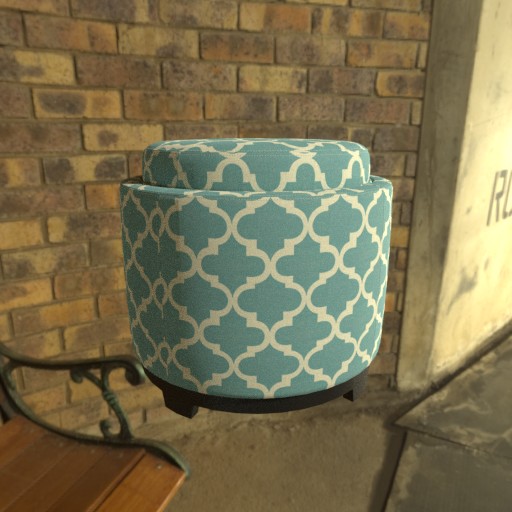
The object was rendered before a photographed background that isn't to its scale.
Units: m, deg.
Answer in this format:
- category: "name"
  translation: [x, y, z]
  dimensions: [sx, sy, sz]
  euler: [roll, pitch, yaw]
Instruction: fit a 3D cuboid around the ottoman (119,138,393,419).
- category: "ottoman"
  translation: [0.000, 0.000, 0.837]
  dimensions: [0.480, 0.429, 0.480]
  euler: [0, 15, 0]
